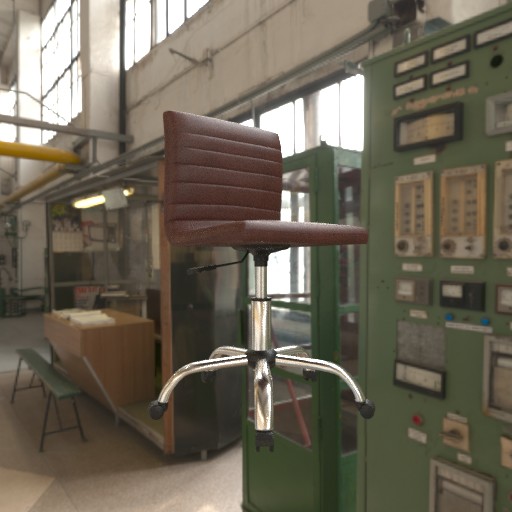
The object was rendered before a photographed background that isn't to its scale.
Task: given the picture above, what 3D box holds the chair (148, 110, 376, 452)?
[{"bbox_3d":[0.000,0.000,1.172,0.556,0.780,0.530,0,0,-36],"label":"chair"}]
